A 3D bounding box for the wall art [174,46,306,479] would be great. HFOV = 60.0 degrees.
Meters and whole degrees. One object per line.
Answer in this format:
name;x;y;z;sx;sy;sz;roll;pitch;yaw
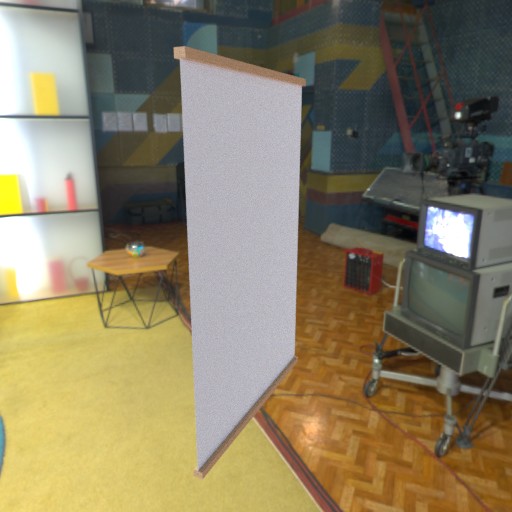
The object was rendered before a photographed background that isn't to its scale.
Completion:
wall art;0.000;0.000;0.774;0.016;0.611;0.401;8;18;25
